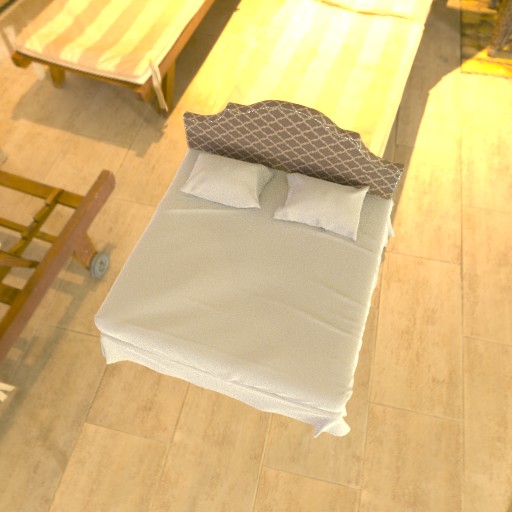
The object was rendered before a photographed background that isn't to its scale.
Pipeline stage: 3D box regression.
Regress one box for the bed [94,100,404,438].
[{"bbox_3d":[0.000,0.000,3.703,2.314,1.601,2.222,16,61,9],"label":"bed"}]
